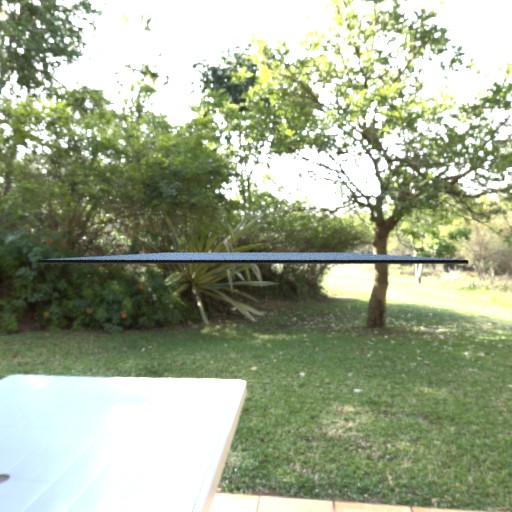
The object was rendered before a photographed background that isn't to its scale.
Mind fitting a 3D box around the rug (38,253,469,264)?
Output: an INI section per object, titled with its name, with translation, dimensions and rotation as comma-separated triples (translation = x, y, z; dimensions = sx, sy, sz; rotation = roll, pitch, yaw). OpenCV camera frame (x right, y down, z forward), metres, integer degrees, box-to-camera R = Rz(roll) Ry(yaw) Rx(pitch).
[rug]
translation = 0.000, 0.000, 2.655
dimensions = 1.543, 0.015, 2.144
rotation = 0, 1, 1
